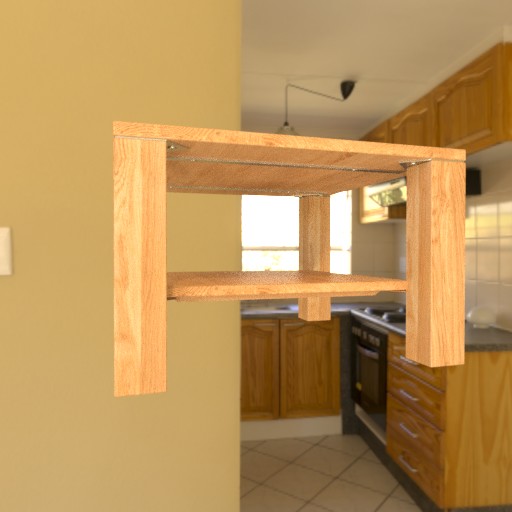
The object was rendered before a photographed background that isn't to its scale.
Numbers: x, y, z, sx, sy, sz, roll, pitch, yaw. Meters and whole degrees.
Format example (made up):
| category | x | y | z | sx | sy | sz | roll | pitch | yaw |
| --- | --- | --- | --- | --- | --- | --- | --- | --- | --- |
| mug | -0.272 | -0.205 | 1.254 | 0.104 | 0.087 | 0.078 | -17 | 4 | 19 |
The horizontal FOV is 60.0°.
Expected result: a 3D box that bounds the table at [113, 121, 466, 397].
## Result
| category | x | y | z | sx | sy | sz | roll | pitch | yaw |
| --- | --- | --- | --- | --- | --- | --- | --- | --- | --- |
| table | 0.000 | 0.000 | 1.157 | 0.700 | 0.450 | 0.700 | 0 | 1 | -17 |
